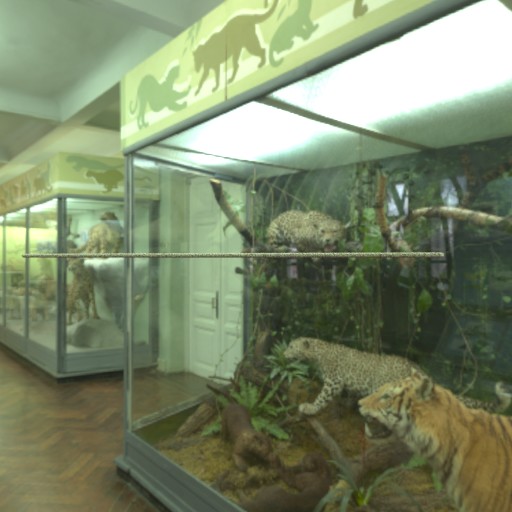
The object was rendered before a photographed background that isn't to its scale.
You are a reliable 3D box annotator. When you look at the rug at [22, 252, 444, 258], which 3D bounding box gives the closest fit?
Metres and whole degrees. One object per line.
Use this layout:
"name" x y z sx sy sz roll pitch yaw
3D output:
"rug" 0.000 0.000 4.103 3.047 0.029 2.438 0 0 19
